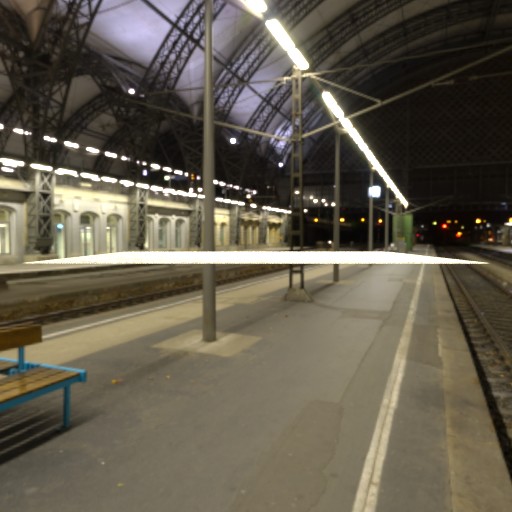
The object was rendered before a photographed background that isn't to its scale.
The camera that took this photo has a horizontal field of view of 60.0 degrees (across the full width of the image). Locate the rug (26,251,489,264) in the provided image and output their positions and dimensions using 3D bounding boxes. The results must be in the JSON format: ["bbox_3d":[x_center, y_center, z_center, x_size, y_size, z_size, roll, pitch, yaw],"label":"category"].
[{"bbox_3d":[0.000,0.000,2.141,1.634,0.003,1.190,0,2,0],"label":"rug"}]
